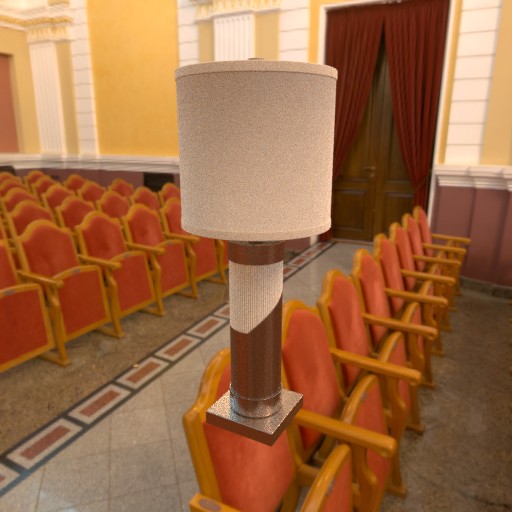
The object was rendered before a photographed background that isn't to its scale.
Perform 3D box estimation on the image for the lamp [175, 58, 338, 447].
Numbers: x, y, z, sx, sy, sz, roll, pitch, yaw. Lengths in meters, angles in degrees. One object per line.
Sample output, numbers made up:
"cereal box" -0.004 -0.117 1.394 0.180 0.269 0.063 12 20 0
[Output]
"lamp" 0.000 0.000 0.621 0.202 0.509 0.202 8 17 28
